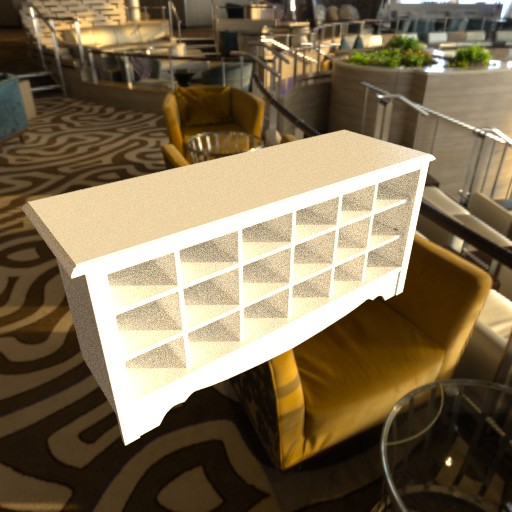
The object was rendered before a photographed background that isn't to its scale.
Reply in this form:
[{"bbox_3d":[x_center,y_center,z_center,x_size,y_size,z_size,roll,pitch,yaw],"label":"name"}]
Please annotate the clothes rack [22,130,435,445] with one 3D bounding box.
[{"bbox_3d":[0.000,0.000,1.462,1.218,0.558,0.405,-21,37,-31],"label":"clothes rack"}]
